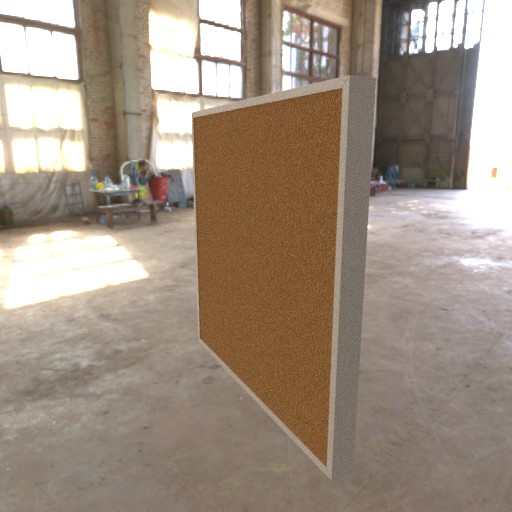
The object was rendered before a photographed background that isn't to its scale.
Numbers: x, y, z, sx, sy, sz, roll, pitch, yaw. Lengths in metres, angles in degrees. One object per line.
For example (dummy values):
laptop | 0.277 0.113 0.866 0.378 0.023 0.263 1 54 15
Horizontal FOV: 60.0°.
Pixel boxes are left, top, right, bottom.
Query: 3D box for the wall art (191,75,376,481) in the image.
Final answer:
wall art | 0.000 0.000 0.760 0.037 0.508 0.508 -7 15 -27
